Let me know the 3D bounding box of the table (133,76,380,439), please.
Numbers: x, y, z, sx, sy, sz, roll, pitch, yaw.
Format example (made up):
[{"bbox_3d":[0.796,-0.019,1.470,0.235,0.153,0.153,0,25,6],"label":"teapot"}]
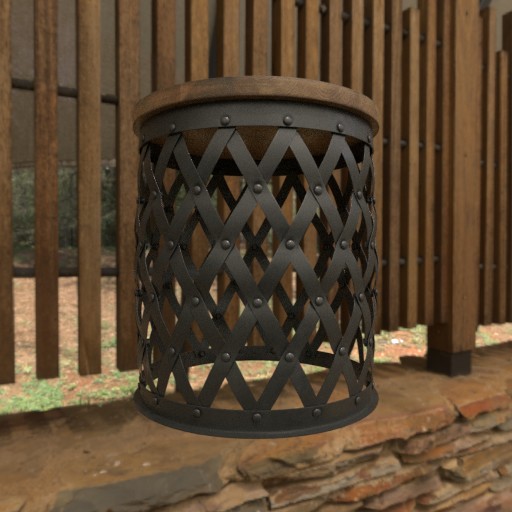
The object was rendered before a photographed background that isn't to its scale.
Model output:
[{"bbox_3d":[0.000,0.000,0.756,0.405,0.454,0.405,0,1,0],"label":"table"}]
